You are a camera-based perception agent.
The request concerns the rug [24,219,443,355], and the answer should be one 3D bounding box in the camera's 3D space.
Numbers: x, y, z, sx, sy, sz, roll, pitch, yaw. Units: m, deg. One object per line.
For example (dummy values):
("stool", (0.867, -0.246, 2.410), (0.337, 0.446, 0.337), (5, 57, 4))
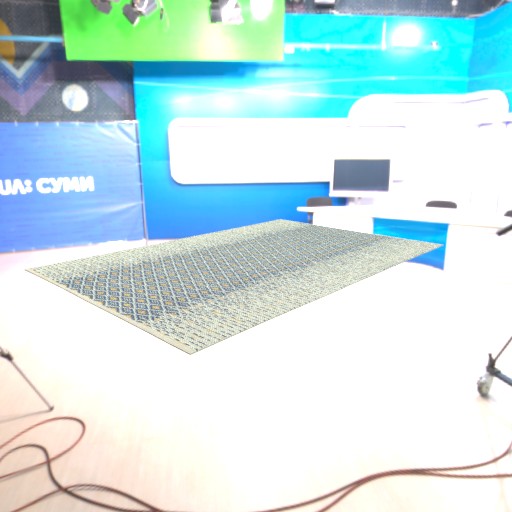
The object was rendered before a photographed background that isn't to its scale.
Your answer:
("rug", (0.000, 0.000, 2.287), (1.219, 0.005, 1.828), (14, 20, 42))
